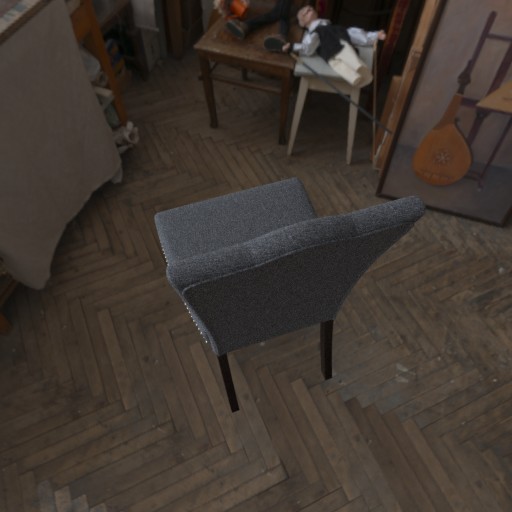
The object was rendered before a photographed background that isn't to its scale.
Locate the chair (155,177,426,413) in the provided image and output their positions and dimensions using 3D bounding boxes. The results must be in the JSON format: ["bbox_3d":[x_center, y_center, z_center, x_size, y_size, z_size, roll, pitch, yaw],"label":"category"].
[{"bbox_3d":[0.000,0.000,1.296,0.518,0.946,0.589,-16,59,-10],"label":"chair"}]
